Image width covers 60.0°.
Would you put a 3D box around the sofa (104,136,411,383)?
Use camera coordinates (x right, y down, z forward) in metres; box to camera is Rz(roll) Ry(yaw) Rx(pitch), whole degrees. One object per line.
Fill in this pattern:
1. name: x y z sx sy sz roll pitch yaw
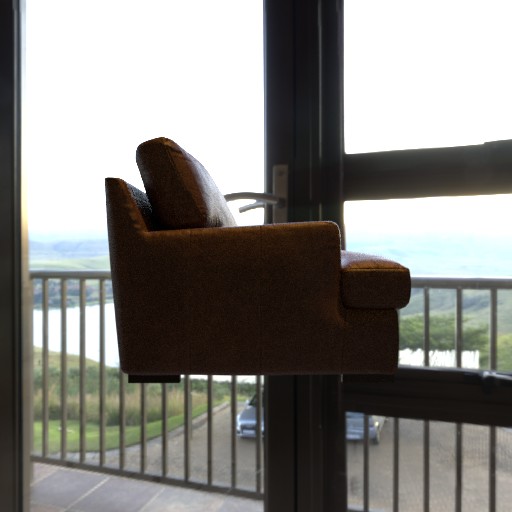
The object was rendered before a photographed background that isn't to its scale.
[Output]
1. sofa: 0.000 0.000 2.510 1.143 0.939 1.880 0 0 0
